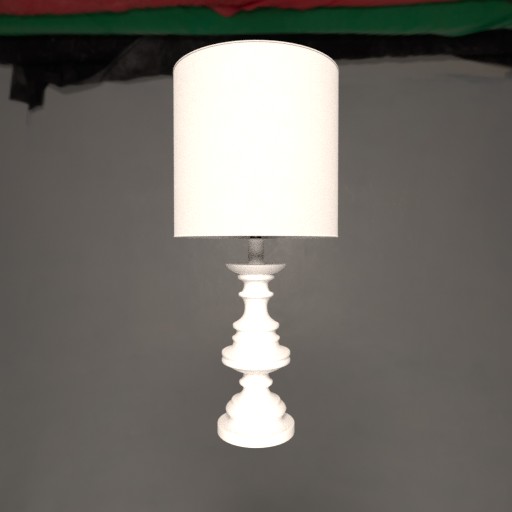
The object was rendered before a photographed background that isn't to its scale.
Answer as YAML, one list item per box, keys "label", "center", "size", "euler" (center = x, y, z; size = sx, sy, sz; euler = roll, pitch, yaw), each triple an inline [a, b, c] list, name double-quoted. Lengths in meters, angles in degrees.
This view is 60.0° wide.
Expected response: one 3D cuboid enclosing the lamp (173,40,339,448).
- label: "lamp"
  center: [0.000, 0.000, 0.572]
  size: [0.208, 0.455, 0.208]
  euler: [0, 1, 1]
